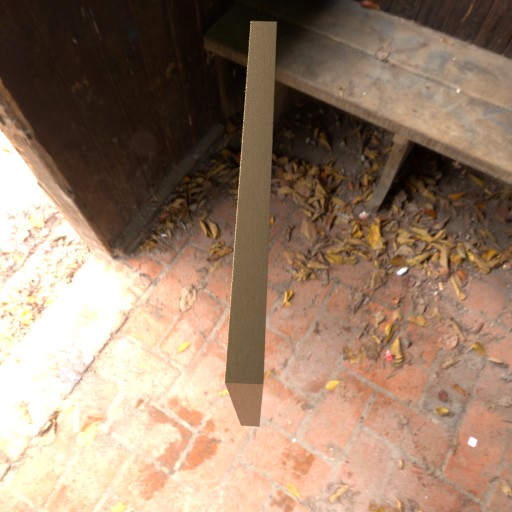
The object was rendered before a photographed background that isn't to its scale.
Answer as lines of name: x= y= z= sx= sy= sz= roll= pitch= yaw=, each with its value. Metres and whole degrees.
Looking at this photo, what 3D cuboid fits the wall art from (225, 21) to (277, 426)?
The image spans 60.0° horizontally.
wall art: x=0.000 y=0.000 z=0.762 sx=0.037 sy=0.509 sz=0.510 roll=2 pitch=65 yaw=1
